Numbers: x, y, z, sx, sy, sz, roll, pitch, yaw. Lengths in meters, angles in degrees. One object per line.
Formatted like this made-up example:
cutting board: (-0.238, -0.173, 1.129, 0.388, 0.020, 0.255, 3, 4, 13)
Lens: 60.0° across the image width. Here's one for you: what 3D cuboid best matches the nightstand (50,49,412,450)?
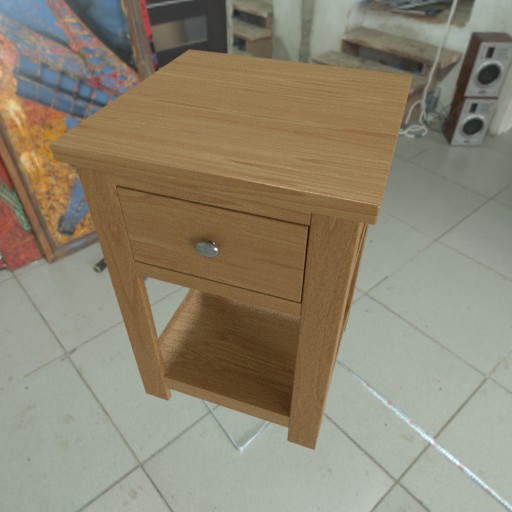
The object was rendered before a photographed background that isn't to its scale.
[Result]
nightstand: (0.000, 0.000, 0.875, 0.428, 0.614, 0.418, 13, 43, 14)
